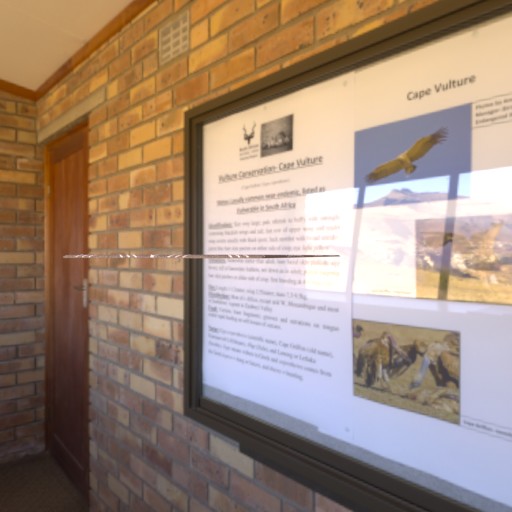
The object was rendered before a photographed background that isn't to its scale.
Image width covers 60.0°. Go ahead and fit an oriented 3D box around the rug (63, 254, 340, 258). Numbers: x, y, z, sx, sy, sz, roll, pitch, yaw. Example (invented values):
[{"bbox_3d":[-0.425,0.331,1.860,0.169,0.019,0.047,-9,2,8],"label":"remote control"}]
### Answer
[{"bbox_3d":[0.000,0.000,2.709,0.773,0.012,2.464,0,0,16],"label":"rug"}]
